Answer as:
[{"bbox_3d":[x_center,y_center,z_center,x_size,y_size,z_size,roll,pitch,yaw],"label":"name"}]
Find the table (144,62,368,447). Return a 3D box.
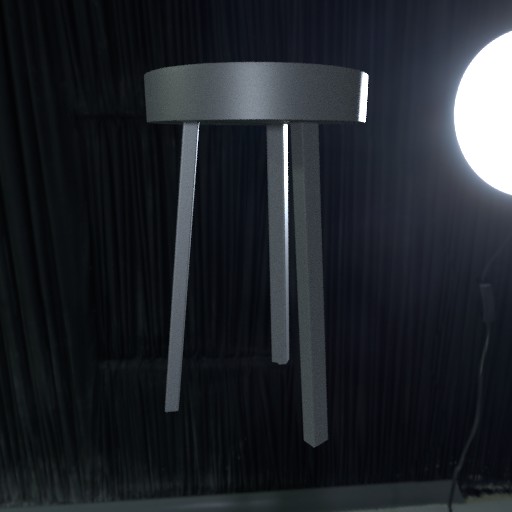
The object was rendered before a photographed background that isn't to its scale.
[{"bbox_3d":[0.000,0.000,0.919,0.406,0.686,0.406,-2,15,-9],"label":"table"}]
